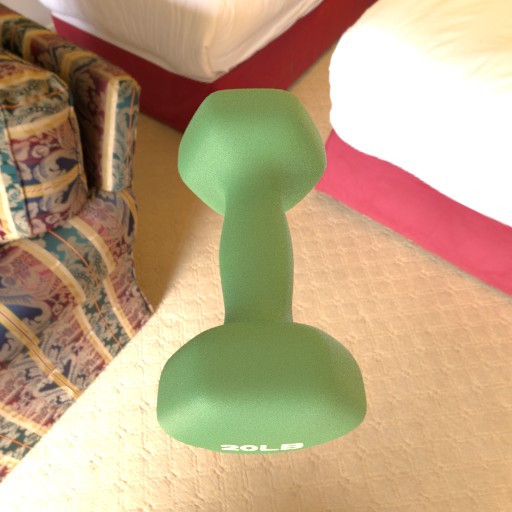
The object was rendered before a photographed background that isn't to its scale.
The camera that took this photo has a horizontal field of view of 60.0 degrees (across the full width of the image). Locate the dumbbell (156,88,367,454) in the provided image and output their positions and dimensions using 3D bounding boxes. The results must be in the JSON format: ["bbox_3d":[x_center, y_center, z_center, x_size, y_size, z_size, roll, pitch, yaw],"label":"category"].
[{"bbox_3d":[0.000,0.000,0.318,0.126,0.114,0.257,-1,57,-1],"label":"dumbbell"}]
